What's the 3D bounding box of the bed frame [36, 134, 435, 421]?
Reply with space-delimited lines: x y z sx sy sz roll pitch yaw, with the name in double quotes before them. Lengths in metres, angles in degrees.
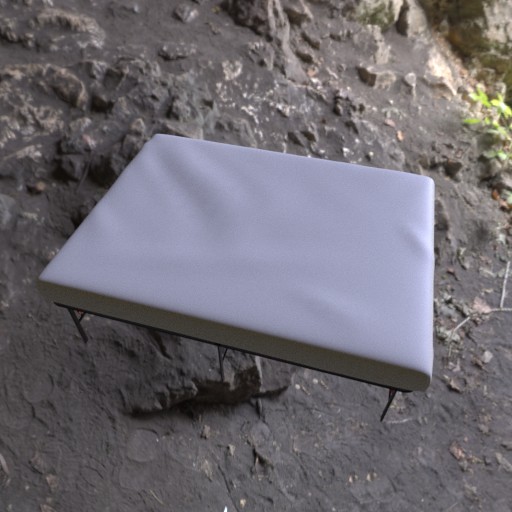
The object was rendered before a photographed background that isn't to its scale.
"bed frame" 0.000 0.000 2.911 2.151 0.667 1.584 12 48 11
